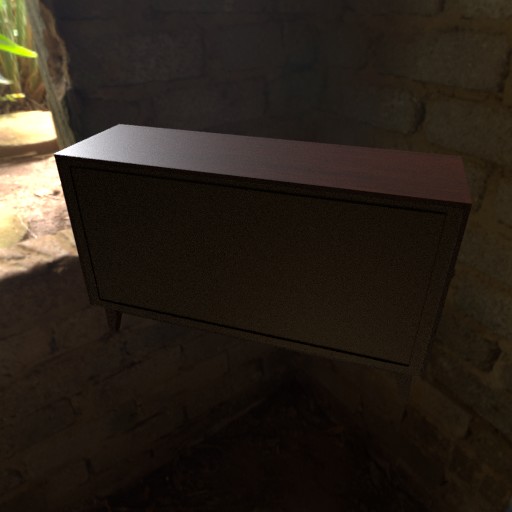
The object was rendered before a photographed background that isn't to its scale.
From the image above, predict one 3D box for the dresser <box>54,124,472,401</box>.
[{"bbox_3d":[0.000,0.000,2.078,1.609,0.971,0.499,10,33,15],"label":"dresser"}]
